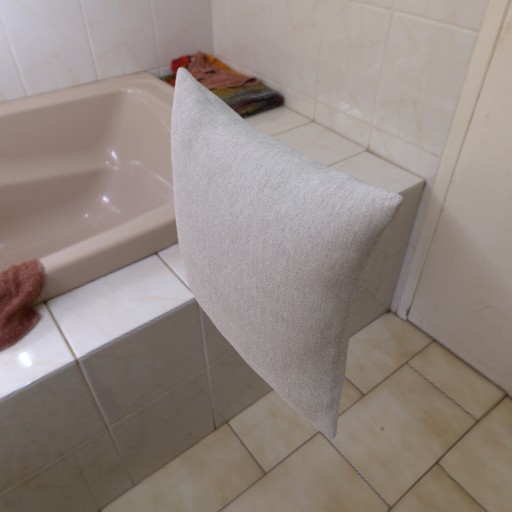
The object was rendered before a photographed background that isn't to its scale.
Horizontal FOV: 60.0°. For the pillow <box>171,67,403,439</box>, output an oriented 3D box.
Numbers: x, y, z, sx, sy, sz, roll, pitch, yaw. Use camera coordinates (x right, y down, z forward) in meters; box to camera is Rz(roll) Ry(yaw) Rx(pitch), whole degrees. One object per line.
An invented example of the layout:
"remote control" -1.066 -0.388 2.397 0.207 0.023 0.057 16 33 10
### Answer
"pillow" 0.000 0.000 0.672 0.173 0.436 0.433 -25 47 -26
